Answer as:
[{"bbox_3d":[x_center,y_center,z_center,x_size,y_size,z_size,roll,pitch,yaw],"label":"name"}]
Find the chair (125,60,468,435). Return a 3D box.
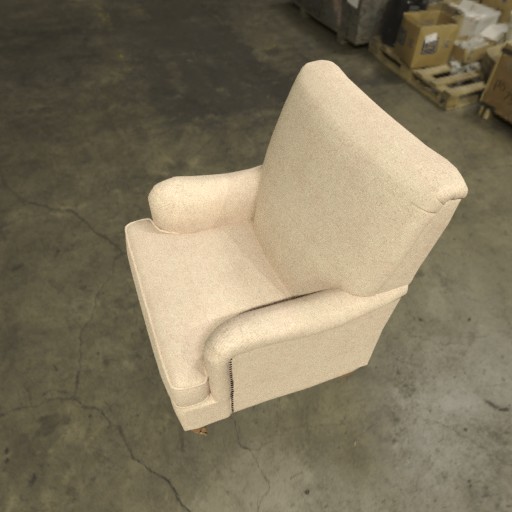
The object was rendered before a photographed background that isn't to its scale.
[{"bbox_3d":[0.000,0.000,1.749,0.953,1.119,0.879,-16,50,-14],"label":"chair"}]
